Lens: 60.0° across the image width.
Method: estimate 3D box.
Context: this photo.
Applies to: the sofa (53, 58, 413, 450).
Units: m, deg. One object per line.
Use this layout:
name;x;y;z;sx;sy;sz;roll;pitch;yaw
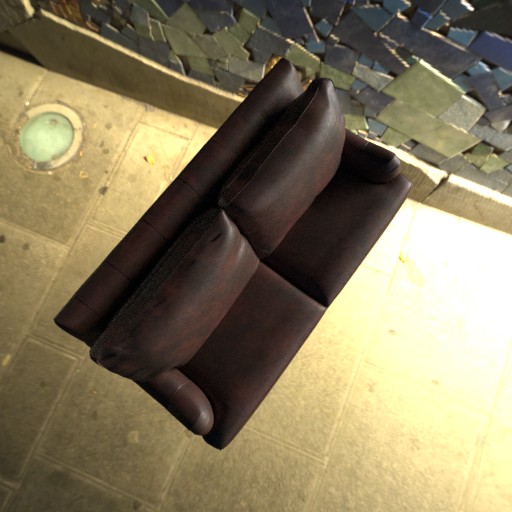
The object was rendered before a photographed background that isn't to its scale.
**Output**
sofa;0.000;0.000;2.852;1.147;1.071;2.144;36;78;9
